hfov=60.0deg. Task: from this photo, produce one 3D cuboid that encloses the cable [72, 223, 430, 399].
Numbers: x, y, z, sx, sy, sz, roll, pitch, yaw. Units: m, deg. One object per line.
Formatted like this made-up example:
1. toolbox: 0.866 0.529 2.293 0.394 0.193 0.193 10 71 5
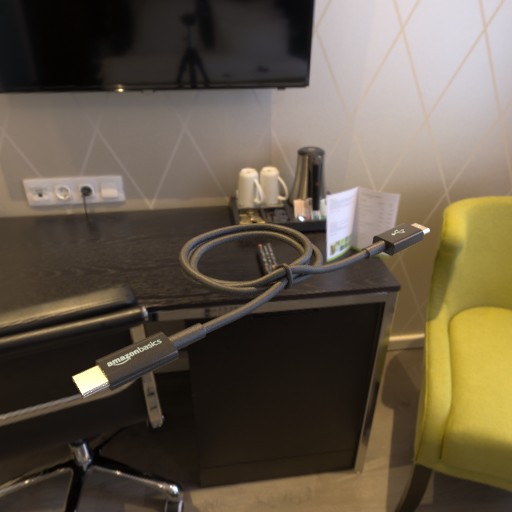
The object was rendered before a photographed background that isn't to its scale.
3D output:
1. cable: 0.000 0.000 0.214 0.192 0.014 0.070 -21 37 -32
